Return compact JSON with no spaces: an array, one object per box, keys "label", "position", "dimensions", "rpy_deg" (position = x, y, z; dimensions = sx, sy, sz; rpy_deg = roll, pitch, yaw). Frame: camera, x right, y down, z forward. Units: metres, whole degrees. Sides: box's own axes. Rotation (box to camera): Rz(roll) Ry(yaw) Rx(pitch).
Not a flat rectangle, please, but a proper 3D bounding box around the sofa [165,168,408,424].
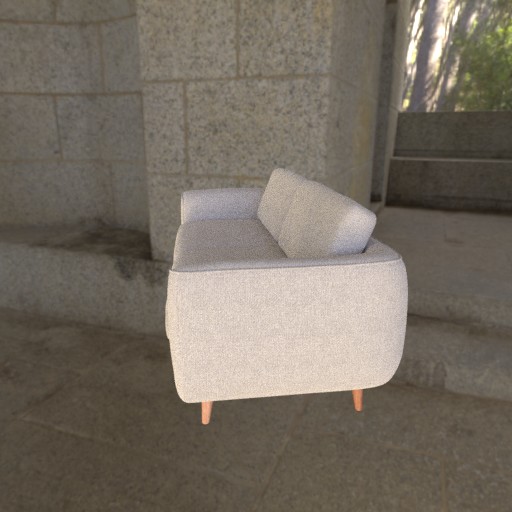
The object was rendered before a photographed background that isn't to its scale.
[{"label":"sofa","position":[0.000,0.000,2.457],"dimensions":[0.920,0.850,2.000],"rpy_deg":[-2,16,-8]}]
